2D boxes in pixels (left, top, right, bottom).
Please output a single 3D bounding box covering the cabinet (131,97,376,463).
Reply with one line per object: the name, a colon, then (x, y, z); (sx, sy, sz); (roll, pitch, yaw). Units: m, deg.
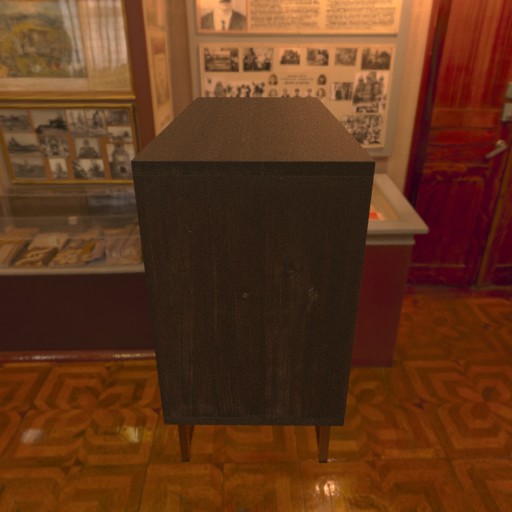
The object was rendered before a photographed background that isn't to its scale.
cabinet: (0.000, 0.000, 1.430); (0.451, 0.860, 0.950); (0, 26, 1)
